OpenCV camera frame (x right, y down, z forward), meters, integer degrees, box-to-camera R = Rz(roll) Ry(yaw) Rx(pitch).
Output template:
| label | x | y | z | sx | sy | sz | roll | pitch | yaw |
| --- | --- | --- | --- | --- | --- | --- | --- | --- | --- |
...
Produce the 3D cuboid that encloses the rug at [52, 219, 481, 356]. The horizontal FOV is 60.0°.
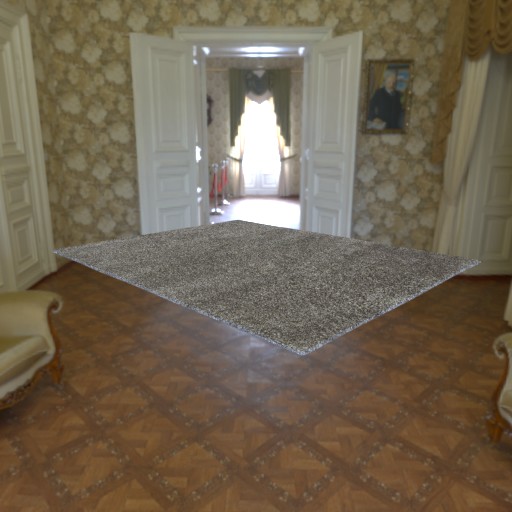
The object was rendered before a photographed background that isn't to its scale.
| label | x | y | z | sx | sy | sz | roll | pitch | yaw |
| --- | --- | --- | --- | --- | --- | --- | --- | --- | --- |
| rug | 0.000 | 0.000 | 3.950 | 3.000 | 0.025 | 2.401 | 14 | 20 | 43 |
